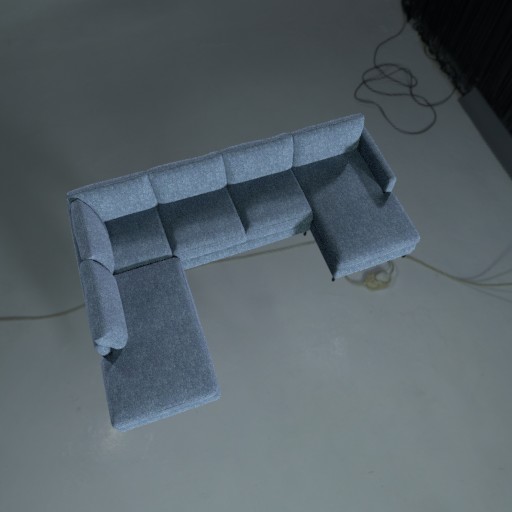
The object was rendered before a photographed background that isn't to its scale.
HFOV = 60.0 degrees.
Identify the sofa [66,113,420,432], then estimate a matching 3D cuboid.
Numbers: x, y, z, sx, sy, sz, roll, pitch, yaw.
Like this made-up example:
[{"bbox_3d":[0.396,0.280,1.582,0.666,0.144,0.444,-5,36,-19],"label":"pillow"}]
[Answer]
[{"bbox_3d":[0.000,0.000,3.619,2.737,0.756,1.879,-17,64,-9],"label":"sofa"}]
